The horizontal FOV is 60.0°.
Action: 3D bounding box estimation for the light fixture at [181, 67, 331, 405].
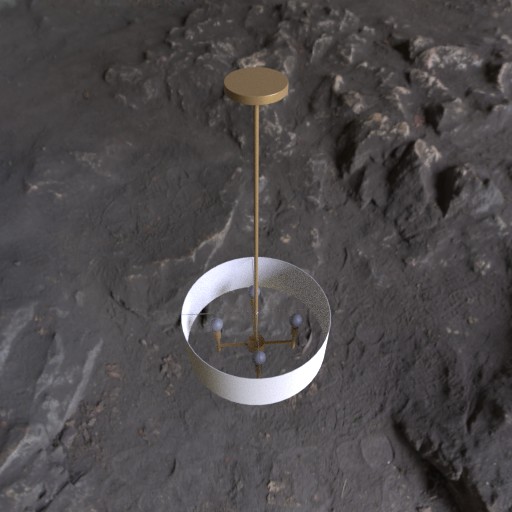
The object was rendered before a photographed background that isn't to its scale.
[{"bbox_3d":[0.000,0.000,1.315,0.508,1.067,0.508,0,47,0],"label":"light fixture"}]
